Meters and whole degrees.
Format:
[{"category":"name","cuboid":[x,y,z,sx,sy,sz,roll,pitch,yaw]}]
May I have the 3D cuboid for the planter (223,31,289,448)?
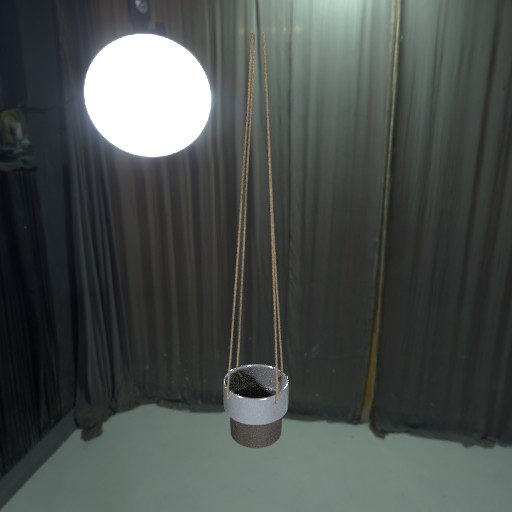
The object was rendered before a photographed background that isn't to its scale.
[{"category":"planter","cuboid":[0.000,0.000,1.166,0.187,1.073,0.187,2,16,9]}]
